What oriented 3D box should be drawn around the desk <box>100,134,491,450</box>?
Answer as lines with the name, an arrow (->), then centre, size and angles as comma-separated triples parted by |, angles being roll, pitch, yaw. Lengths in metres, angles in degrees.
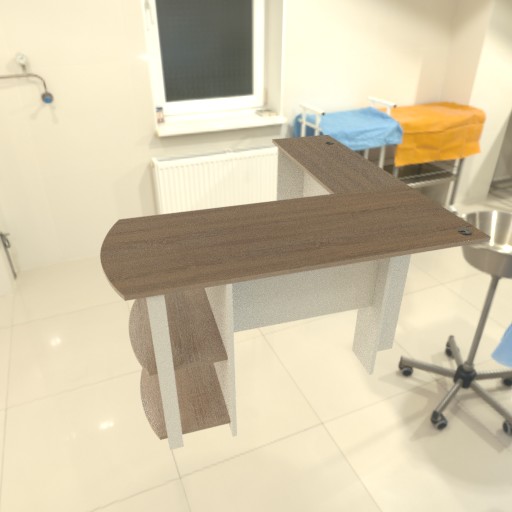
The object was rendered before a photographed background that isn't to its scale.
desk -> 0.000, 0.000, 2.125 | 1.303, 0.716, 1.361 | -9, 32, -14
